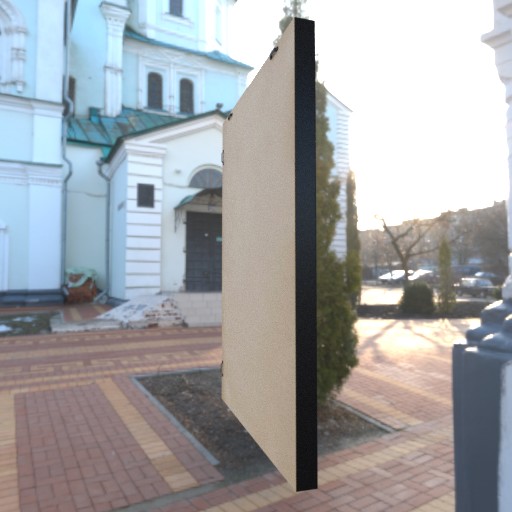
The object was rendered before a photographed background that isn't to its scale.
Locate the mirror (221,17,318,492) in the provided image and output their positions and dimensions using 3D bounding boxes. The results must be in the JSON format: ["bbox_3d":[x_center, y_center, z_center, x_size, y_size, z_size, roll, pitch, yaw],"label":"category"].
[{"bbox_3d":[0.000,0.000,0.908,0.040,0.710,0.507,1,-2,-17],"label":"mirror"}]
